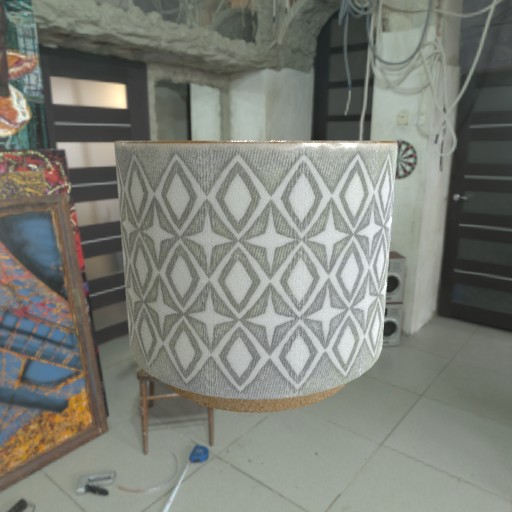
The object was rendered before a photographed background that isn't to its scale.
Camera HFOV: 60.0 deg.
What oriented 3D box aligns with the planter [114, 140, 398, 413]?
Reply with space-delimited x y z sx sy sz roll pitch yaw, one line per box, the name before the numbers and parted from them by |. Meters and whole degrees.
planter | 0.000 0.000 0.444 0.255 0.223 0.255 0 14 0
